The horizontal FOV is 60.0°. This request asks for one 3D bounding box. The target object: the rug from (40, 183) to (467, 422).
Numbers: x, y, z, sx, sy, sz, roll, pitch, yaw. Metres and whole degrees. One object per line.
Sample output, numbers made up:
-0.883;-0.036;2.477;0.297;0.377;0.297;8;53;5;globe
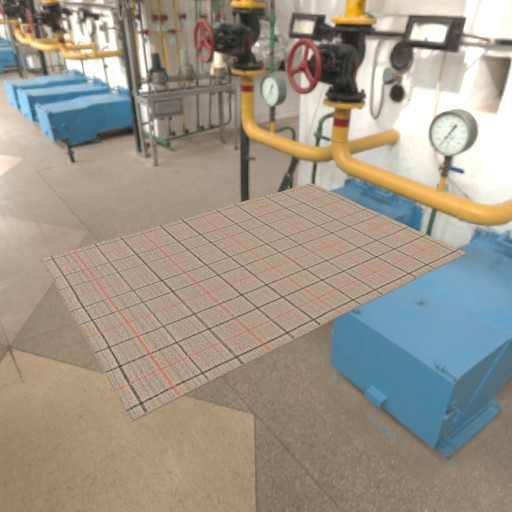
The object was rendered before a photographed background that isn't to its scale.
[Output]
0.000;0.000;2.282;1.829;0.013;1.220;-20;36;-30;rug
